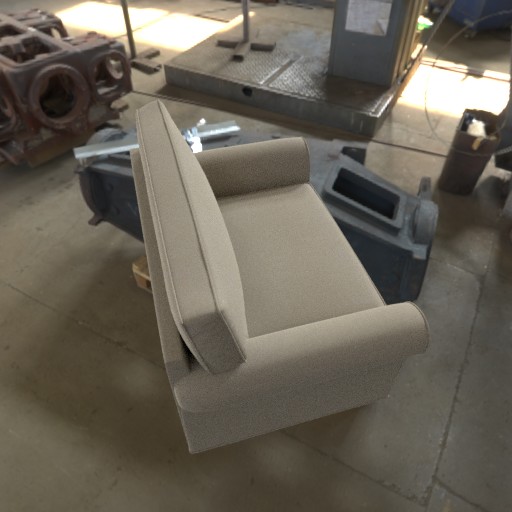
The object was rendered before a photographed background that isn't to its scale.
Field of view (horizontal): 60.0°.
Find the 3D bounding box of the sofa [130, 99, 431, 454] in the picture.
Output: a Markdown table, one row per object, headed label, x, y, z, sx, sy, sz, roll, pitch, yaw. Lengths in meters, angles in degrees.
| label | x | y | z | sx | sy | sz | roll | pitch | yaw |
| --- | --- | --- | --- | --- | --- | --- | --- | --- | --- |
| sofa | 0.000 | 0.000 | 2.041 | 0.937 | 1.006 | 1.405 | -12 | 47 | -11 |
